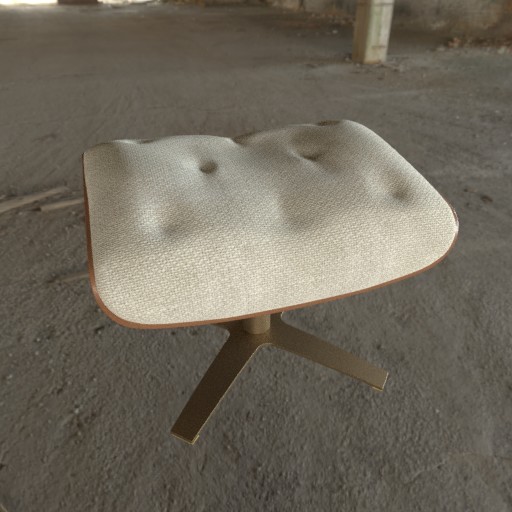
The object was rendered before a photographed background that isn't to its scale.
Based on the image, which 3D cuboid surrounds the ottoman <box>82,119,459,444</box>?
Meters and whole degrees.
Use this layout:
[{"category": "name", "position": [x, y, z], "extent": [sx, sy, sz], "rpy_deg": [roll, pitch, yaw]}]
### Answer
[{"category": "ottoman", "position": [0.000, 0.000, 0.785], "extent": [0.520, 0.391, 0.394], "rpy_deg": [-10, 34, -15]}]
